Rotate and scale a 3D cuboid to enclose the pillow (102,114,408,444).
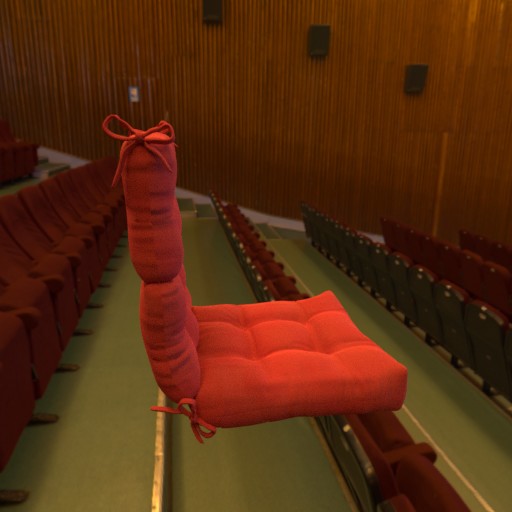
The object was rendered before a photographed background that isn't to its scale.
[{"bbox_3d":[0.000,0.000,1.021,0.571,0.605,0.519,-3,16,-10],"label":"pillow"}]
